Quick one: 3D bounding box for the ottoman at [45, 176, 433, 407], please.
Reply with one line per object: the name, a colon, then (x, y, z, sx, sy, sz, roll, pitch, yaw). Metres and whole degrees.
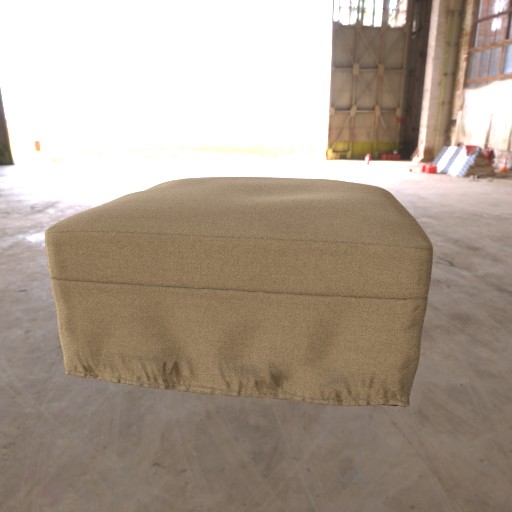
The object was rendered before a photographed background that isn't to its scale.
ottoman: (0.000, 0.000, 1.332, 0.840, 0.436, 0.843, 3, 17, 9)
